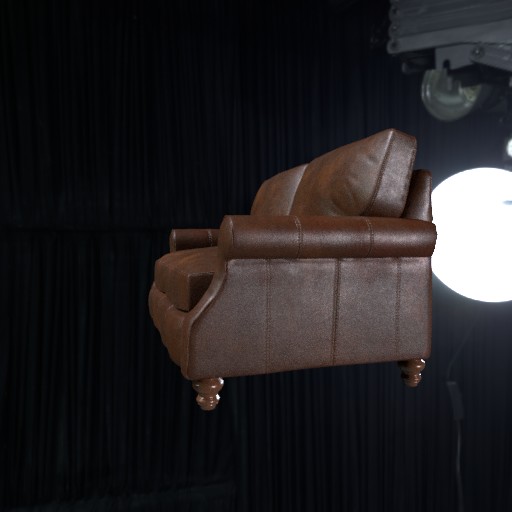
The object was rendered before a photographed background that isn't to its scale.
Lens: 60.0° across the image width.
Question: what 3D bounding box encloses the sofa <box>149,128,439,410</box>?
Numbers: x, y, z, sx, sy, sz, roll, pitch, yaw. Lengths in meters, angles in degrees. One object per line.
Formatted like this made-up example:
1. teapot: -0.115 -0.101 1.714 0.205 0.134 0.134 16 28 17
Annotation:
1. sofa: 0.000 0.000 2.226 0.990 0.976 1.616 0 2 -17
